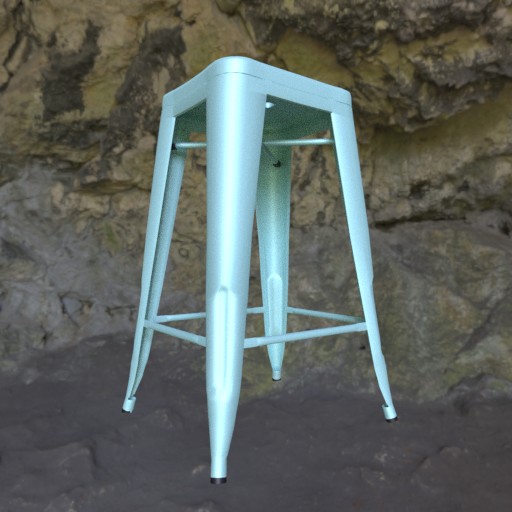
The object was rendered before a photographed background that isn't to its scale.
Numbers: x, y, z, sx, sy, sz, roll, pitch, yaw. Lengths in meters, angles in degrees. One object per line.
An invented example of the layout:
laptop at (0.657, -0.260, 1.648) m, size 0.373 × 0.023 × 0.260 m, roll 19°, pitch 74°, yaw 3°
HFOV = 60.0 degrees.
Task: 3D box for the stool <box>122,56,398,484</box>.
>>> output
stool at (0.000, 0.000, 0.841) m, size 0.399 × 0.609 × 0.359 m, roll 0°, pitch 0°, yaw -37°
